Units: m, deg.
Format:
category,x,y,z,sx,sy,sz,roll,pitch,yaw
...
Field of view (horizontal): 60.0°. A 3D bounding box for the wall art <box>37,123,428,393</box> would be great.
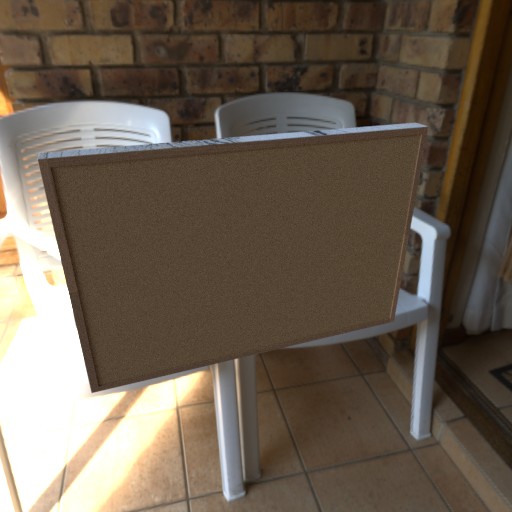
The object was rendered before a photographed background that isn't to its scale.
category,x,y,z,sx,sy,sz,roll,pitch,yaw
wall art,0.000,0.000,0.773,0.613,0.407,0.035,-9,29,-17
